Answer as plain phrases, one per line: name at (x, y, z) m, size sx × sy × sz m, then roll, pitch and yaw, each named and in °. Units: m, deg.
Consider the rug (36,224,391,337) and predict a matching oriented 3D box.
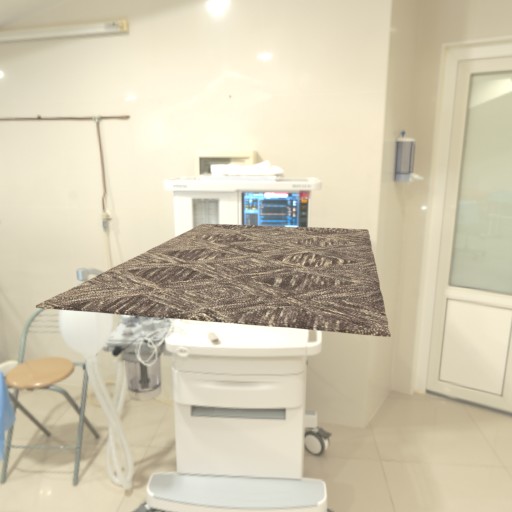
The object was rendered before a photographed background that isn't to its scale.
rug at (0.000, 0.000, 2.276) m, size 1.186 × 0.012 × 1.814 m, roll 3°, pitch 14°, yaw 12°
